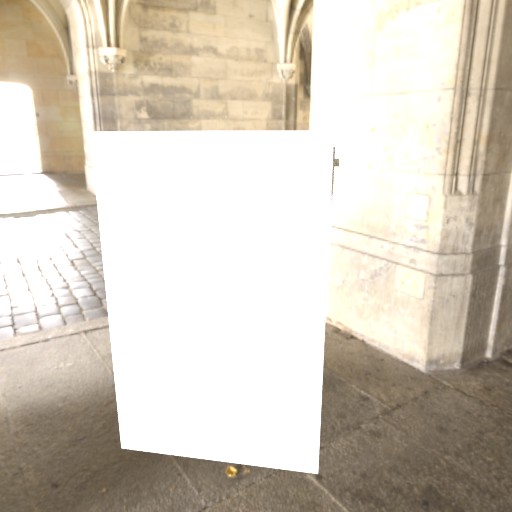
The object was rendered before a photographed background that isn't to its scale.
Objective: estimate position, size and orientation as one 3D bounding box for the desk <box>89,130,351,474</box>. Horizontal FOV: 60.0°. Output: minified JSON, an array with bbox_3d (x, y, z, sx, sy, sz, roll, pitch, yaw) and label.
[{"bbox_3d":[0.000,0.000,1.342,0.498,0.729,0.900,3,16,10],"label":"desk"}]
